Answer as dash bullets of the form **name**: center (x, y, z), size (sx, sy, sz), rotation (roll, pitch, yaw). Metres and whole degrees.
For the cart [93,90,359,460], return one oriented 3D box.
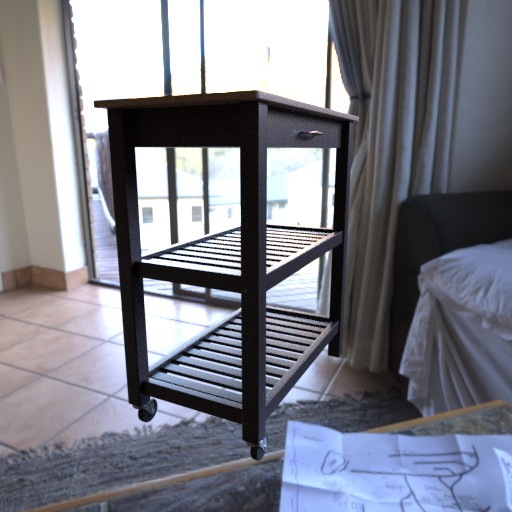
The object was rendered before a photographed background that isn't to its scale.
- **cart**: center (0.000, 0.000, 1.488), size (0.457, 0.927, 0.899), rotation (7, 15, 26)
